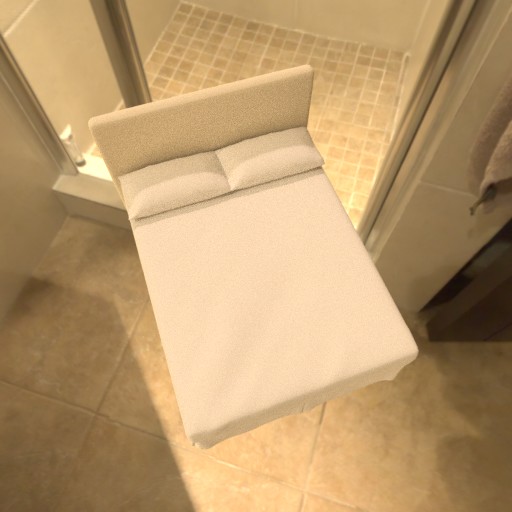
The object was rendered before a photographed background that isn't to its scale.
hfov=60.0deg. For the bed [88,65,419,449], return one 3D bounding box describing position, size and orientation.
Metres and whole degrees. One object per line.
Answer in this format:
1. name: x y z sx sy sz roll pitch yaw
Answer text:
1. bed: 0.000 0.000 3.248 1.714 1.330 2.147 -17 64 -9
